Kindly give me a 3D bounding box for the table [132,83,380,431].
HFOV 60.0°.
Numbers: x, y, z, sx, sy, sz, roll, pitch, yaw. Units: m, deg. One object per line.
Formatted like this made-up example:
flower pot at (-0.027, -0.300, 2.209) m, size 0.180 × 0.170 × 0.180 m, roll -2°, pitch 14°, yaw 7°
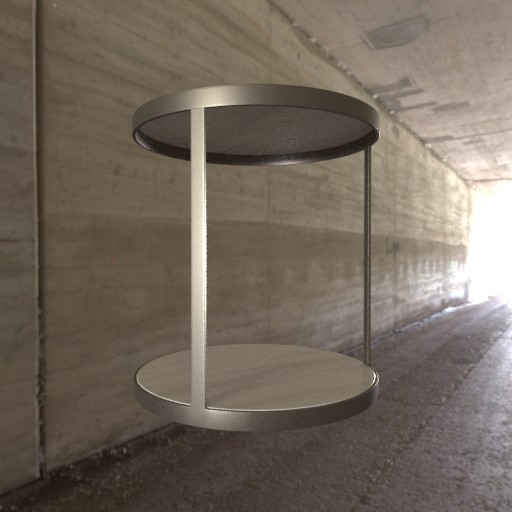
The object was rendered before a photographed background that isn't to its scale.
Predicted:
table at (0.000, 0.000, 0.831) m, size 0.445 × 0.479 × 0.445 m, roll 0°, pitch 1°, yaw 0°
